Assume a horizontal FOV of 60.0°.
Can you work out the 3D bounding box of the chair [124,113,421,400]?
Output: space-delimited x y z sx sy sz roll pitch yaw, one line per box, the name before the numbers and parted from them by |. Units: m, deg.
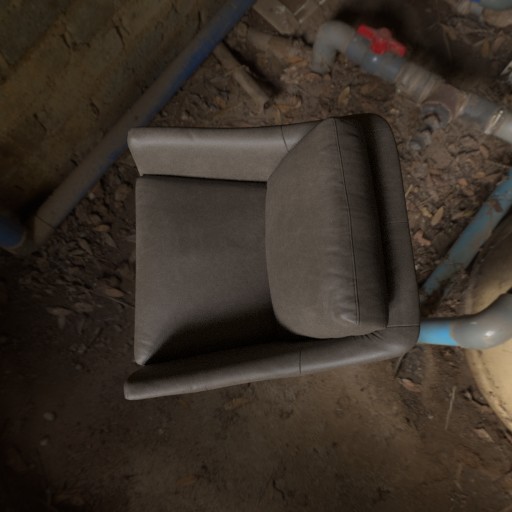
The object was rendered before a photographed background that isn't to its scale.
chair | 0.000 0.000 1.700 0.961 0.901 0.988 -3 76 -1
